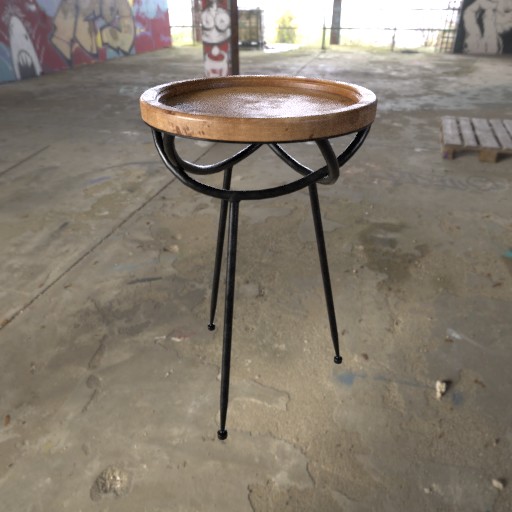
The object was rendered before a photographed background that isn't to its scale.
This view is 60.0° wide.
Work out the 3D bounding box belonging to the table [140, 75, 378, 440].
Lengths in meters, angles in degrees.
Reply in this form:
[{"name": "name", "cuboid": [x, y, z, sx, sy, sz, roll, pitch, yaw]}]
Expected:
[{"name": "table", "cuboid": [0.000, 0.000, 0.944, 0.414, 0.664, 0.418, 19, 35, 29]}]
